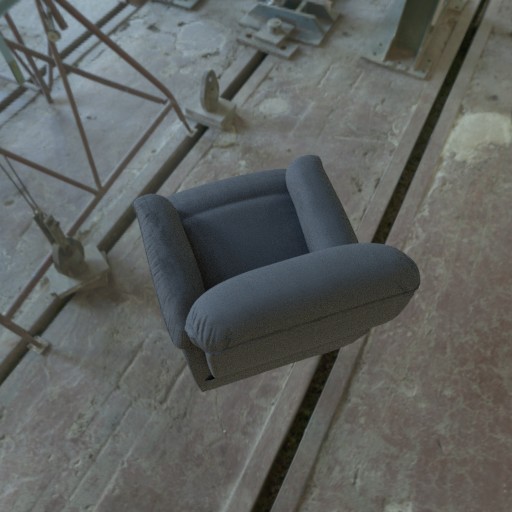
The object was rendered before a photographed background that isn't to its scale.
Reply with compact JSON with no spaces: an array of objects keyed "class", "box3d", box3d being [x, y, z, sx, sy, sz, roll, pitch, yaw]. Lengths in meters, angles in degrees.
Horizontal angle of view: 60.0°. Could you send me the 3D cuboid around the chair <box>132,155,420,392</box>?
[{"class":"chair","box3d":[0.000,0.000,1.735,0.820,1.037,1.004,-16,60,-9]}]
